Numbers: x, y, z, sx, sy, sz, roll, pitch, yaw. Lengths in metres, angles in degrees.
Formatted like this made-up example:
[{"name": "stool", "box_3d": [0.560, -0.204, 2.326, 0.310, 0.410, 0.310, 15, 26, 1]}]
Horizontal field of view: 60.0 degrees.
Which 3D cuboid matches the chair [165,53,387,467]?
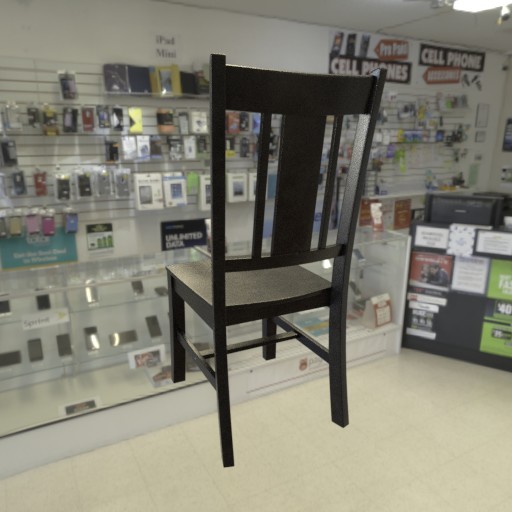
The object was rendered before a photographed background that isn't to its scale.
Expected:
[{"name": "chair", "box_3d": [0.000, 0.000, 1.311, 0.450, 0.998, 0.555, -7, 17, -26]}]
